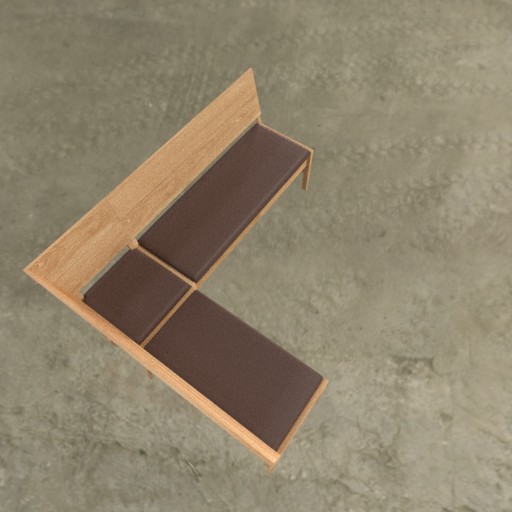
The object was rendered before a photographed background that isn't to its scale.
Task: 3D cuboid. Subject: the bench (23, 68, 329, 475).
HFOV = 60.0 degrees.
[{"bbox_3d":[0.000,0.000,2.801,1.549,0.890,1.975,31,65,17],"label":"bench"}]
